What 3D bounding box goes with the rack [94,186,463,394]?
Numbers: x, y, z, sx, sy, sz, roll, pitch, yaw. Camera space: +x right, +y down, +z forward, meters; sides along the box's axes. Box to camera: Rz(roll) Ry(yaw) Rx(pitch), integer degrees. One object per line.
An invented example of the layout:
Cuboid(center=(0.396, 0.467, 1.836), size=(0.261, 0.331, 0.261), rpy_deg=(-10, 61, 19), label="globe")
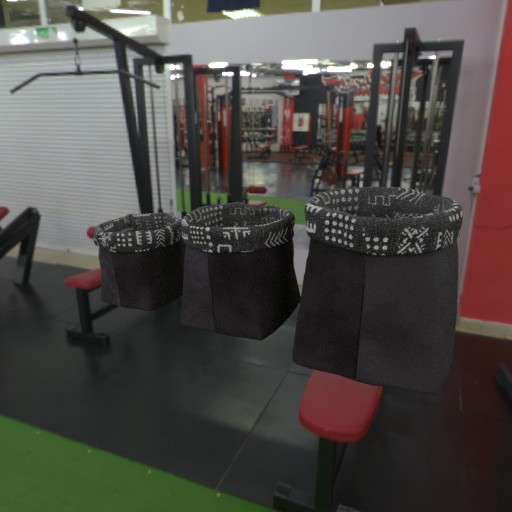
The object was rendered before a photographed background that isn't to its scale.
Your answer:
Cuboid(center=(0.000, 0.000, 1.061), size=(0.905, 0.323, 0.379), rpy_deg=(8, 19, 24), label="rack")
